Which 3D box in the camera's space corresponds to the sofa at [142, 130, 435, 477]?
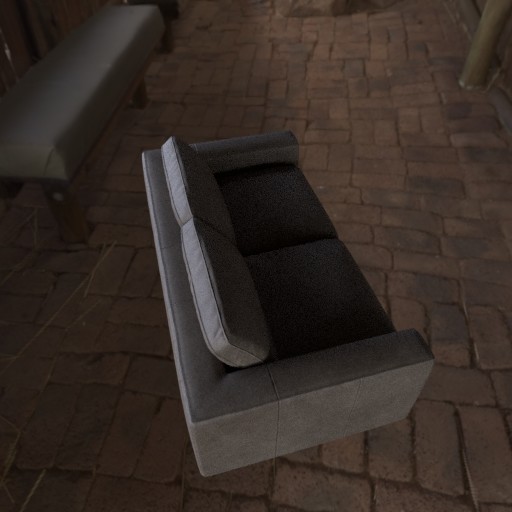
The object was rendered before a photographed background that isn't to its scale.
[{"bbox_3d":[0.000,0.000,2.489,1.070,0.800,1.920,-11,47,-11],"label":"sofa"}]
